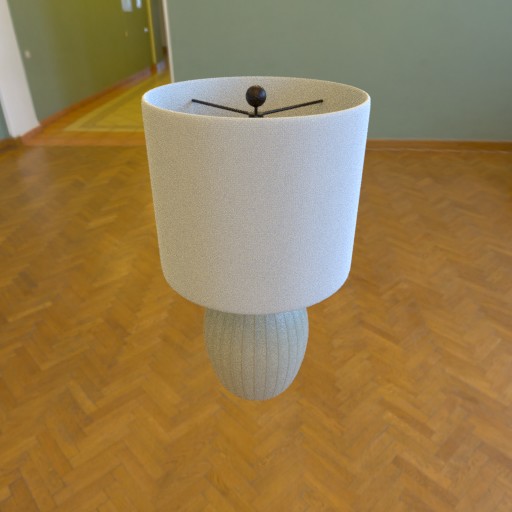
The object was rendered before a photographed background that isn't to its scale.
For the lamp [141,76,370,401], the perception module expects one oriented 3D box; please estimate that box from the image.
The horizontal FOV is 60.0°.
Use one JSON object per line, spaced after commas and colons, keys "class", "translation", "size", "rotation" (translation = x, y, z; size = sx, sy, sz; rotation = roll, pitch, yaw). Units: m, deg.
{"class": "lamp", "translation": [0.000, 0.000, 0.784], "size": [0.329, 0.570, 0.329], "rotation": [1, 30, 1]}
